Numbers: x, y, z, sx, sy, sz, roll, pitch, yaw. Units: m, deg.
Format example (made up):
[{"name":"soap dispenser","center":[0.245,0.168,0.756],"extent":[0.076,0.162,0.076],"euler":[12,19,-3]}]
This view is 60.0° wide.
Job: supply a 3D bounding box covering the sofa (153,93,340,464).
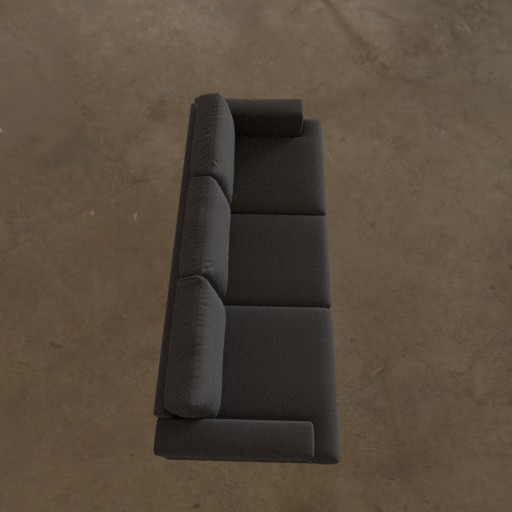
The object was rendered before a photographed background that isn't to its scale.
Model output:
[{"name":"sofa","center":[0.000,0.000,2.738],"extent":[0.920,0.810,2.310],"euler":[1,63,1]}]
